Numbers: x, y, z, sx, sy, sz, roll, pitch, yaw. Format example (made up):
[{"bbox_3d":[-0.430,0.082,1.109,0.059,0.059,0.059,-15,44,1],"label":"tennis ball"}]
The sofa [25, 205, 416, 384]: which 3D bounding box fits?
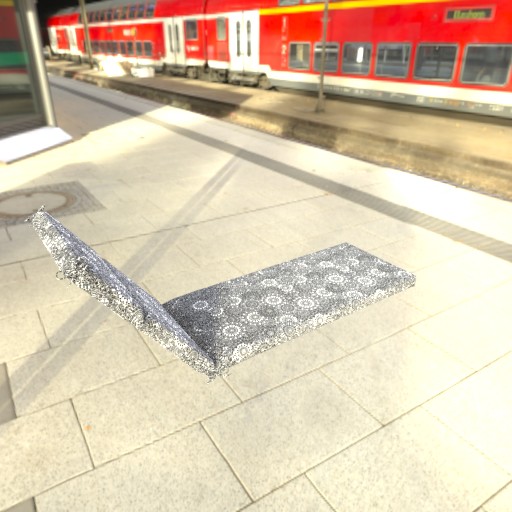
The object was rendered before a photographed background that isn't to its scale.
[{"bbox_3d":[0.000,0.000,1.932,1.663,0.622,0.582,-17,31,-30],"label":"sofa"}]
